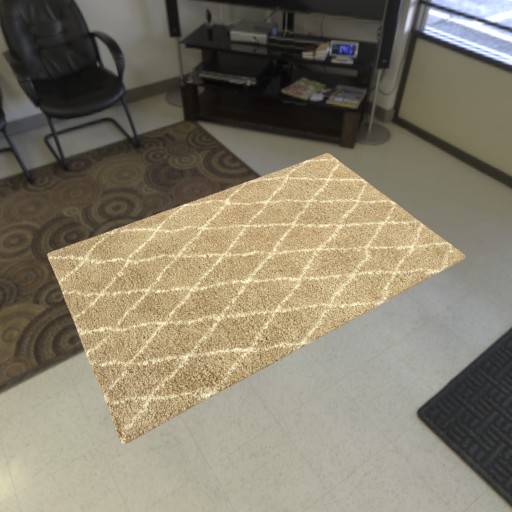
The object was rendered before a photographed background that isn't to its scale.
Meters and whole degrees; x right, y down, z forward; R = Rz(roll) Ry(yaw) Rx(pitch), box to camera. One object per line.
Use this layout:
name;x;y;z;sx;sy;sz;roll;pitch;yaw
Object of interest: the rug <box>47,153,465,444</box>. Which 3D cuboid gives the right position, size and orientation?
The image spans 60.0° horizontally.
rug;0.000;0.000;3.035;2.438;0.030;1.524;-23;50;-22
